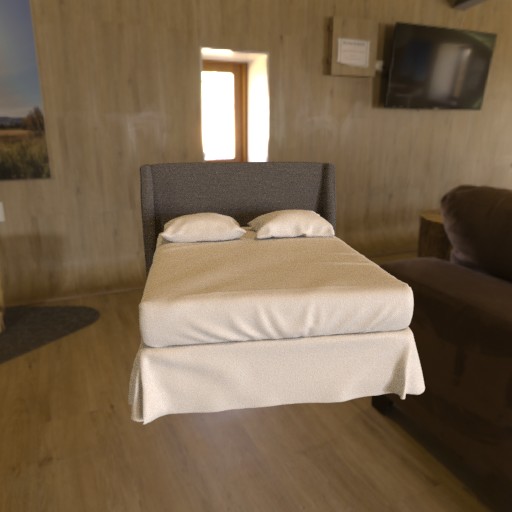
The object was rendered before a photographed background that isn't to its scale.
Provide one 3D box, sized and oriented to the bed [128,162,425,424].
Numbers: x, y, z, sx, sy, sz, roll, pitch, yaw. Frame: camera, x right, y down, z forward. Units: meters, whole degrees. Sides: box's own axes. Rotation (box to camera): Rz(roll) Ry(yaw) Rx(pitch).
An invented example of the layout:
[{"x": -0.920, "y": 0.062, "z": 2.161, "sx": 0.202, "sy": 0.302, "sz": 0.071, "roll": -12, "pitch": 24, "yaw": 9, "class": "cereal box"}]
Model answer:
[{"x": 0.000, "y": 0.000, "z": 3.514, "sx": 1.925, "sy": 1.332, "sz": 2.276, "roll": -2, "pitch": 16, "yaw": -8, "class": "bed"}]
